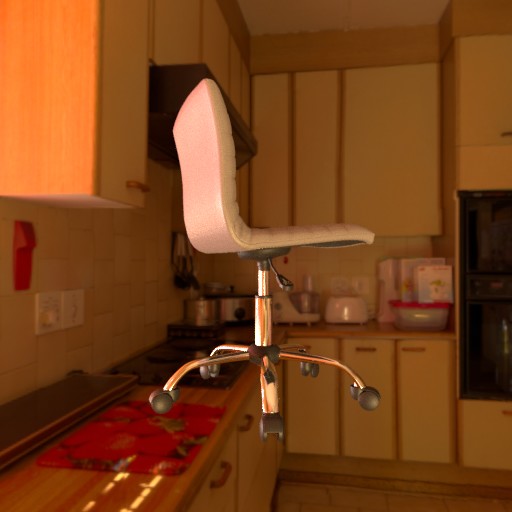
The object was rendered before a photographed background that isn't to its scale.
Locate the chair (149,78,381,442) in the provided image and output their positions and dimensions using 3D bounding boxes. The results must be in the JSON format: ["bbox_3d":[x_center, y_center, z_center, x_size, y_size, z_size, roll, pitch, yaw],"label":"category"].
[{"bbox_3d":[0.000,0.000,1.156,0.542,0.750,0.569,0,0,-20],"label":"chair"}]
